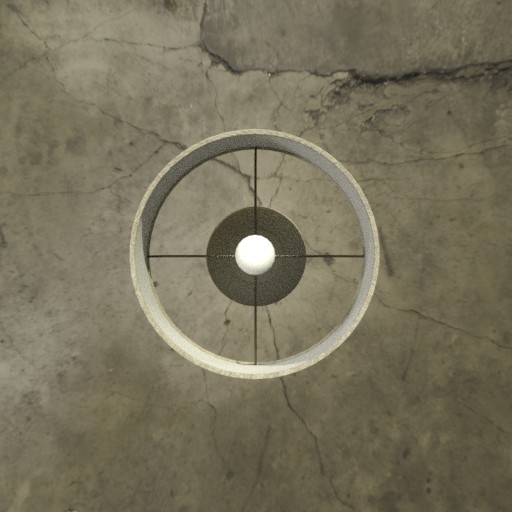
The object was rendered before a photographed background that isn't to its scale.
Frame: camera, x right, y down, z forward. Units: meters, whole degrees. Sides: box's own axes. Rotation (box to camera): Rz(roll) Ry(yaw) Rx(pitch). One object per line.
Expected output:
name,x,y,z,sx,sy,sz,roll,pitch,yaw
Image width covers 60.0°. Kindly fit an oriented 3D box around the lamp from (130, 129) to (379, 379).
lamp,0.000,0.000,0.833,0.390,0.580,0.390,0,90,0
